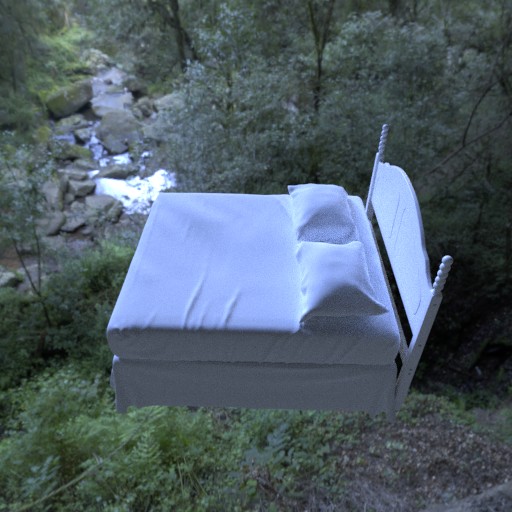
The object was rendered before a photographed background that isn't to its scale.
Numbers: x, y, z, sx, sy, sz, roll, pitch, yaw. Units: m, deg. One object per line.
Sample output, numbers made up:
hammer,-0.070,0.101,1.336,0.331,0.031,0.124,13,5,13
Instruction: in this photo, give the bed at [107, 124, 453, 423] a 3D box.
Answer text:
bed,0.000,0.000,3.267,2.040,1.356,1.873,1,40,1
